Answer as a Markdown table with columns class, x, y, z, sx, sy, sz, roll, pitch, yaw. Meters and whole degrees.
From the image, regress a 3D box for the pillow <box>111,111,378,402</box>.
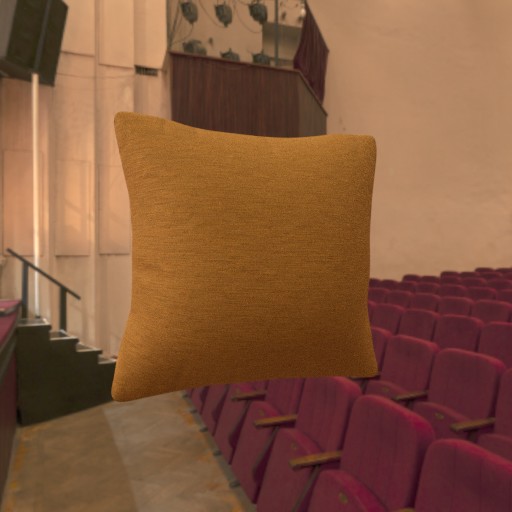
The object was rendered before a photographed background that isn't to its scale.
| class | x | y | z | sx | sy | sz | roll | pitch | yaw |
| --- | --- | --- | --- | --- | --- | --- | --- | --- | --- |
| pillow | 0.000 | 0.000 | 0.701 | 0.435 | 0.417 | 0.247 | 0 | 0 | -18 |
